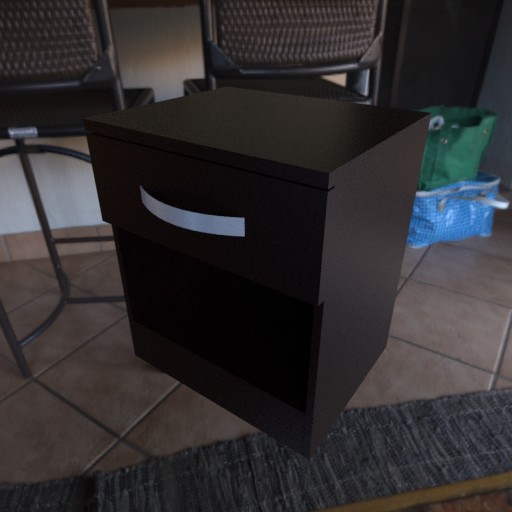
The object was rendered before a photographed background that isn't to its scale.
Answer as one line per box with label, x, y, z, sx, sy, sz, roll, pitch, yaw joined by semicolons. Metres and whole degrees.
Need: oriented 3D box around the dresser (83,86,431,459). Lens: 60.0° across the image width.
dresser;0.000;0.000;0.768;0.400;0.470;0.360;20;36;30
